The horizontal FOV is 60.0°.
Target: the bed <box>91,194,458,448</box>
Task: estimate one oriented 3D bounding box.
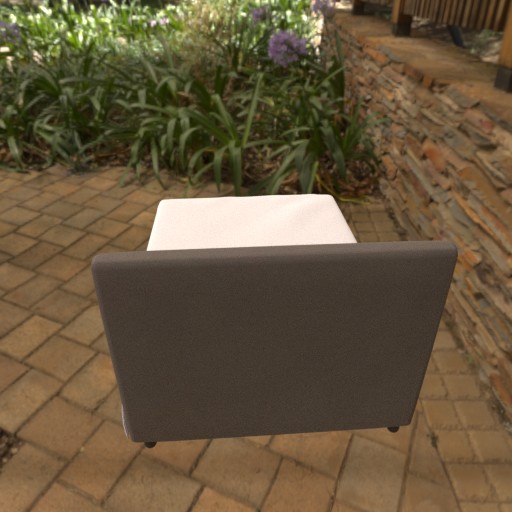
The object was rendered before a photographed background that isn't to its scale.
[{"bbox_3d":[0.000,0.000,3.173,1.723,1.330,2.142,-2,32,-3],"label":"bed"}]
